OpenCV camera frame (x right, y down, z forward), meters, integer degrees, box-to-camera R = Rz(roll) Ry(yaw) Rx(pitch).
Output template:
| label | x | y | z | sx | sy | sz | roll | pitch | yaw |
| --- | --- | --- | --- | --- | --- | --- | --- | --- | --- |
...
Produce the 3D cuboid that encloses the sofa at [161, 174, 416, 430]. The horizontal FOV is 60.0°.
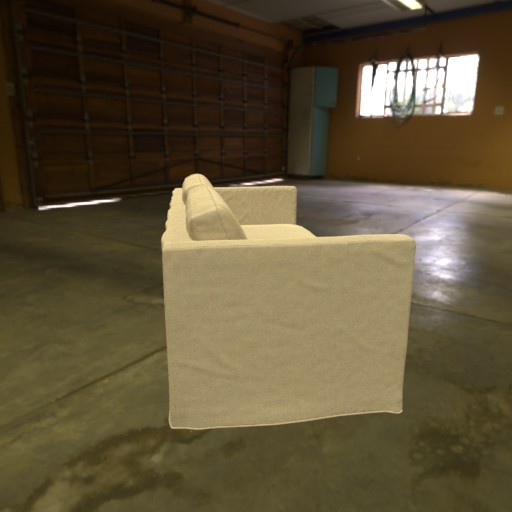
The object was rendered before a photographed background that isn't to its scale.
| label | x | y | z | sx | sy | sz | roll | pitch | yaw |
| --- | --- | --- | --- | --- | --- | --- | --- | --- | --- |
| sofa | 0.000 | 0.000 | 2.538 | 0.962 | 0.835 | 1.959 | -2 | 15 | -9 |
